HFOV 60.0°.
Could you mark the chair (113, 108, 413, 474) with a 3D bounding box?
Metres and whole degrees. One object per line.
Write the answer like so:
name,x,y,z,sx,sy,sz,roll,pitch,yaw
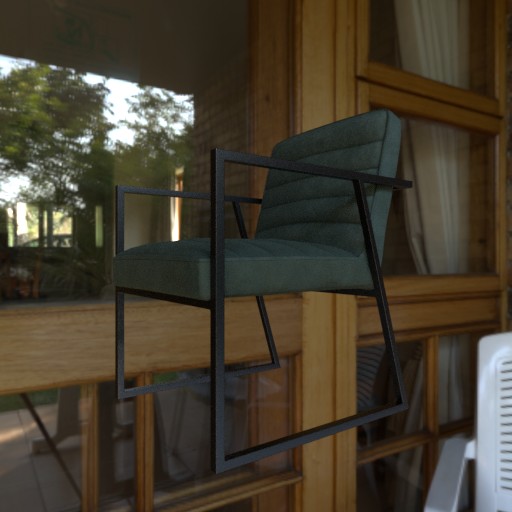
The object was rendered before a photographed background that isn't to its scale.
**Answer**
chair,0.000,0.000,1.254,0.677,0.833,0.571,0,0,-36
